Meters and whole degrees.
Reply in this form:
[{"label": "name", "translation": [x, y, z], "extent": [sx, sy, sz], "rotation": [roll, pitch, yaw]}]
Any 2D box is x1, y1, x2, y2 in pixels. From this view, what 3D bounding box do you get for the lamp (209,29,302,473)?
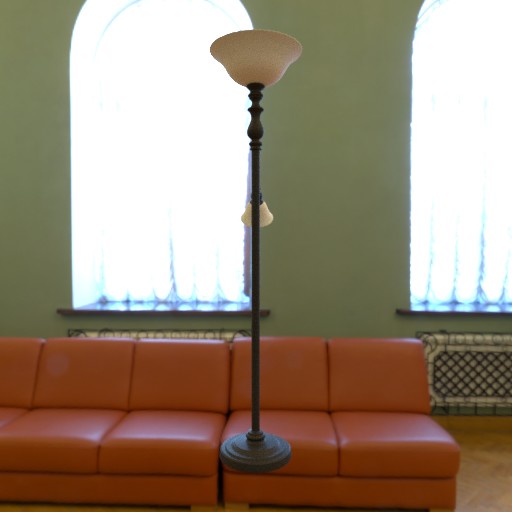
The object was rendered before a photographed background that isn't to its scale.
[{"label": "lamp", "translation": [0.000, 0.000, 2.053], "extent": [0.405, 1.793, 0.588], "rotation": [0, 1, 1]}]
